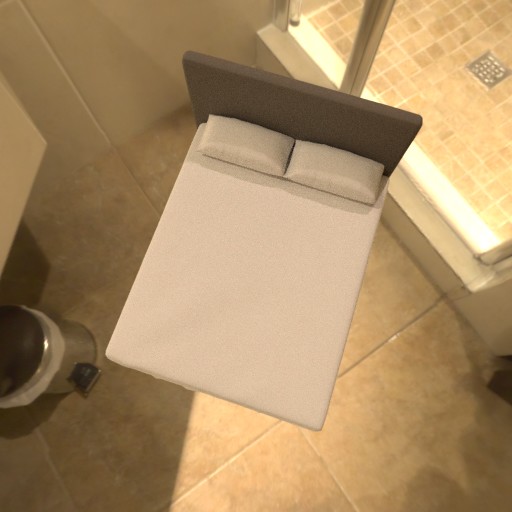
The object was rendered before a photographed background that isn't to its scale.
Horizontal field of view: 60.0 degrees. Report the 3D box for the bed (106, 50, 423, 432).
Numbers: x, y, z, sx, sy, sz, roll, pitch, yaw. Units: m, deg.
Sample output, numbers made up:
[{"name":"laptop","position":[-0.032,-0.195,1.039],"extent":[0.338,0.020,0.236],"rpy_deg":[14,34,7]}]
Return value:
[{"name":"bed","position":[0.000,0.000,3.257],"extent":[1.723,1.330,2.142],"rpy_deg":[18,75,5]}]
